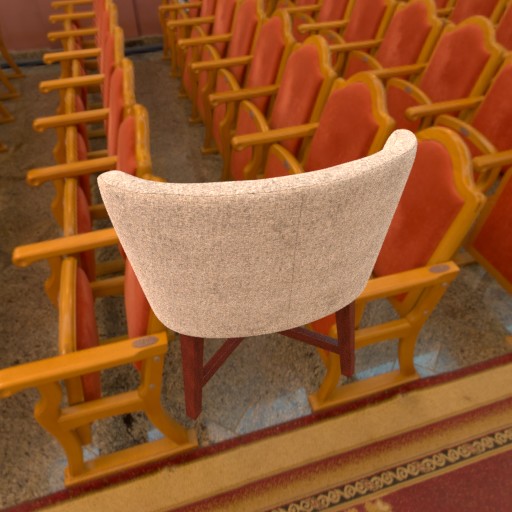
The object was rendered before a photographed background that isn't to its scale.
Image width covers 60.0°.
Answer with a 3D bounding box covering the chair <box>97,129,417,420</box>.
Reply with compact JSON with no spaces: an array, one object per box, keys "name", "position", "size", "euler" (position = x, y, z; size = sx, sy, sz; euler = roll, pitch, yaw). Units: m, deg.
[{"name":"chair","position":[0.000,0.000,1.289],"size":[0.728,0.827,0.575],"euler":[-11,43,-12]}]
